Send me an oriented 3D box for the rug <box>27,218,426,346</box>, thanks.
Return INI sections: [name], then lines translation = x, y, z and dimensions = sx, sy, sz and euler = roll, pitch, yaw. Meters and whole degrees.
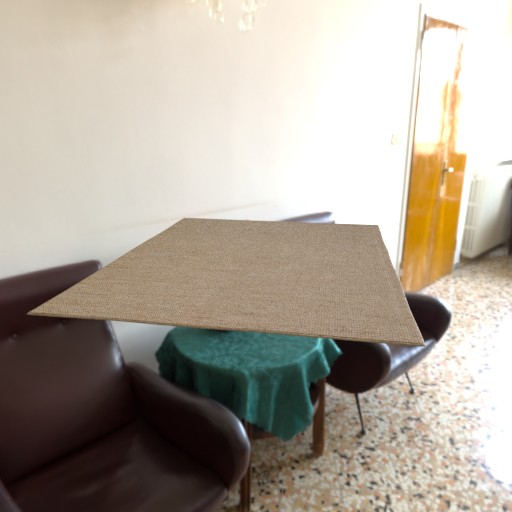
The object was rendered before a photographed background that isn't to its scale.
[rug]
translation = 0.000, 0.000, 4.028
dimensions = 2.406, 0.012, 3.034
euler = 3, 17, 10
